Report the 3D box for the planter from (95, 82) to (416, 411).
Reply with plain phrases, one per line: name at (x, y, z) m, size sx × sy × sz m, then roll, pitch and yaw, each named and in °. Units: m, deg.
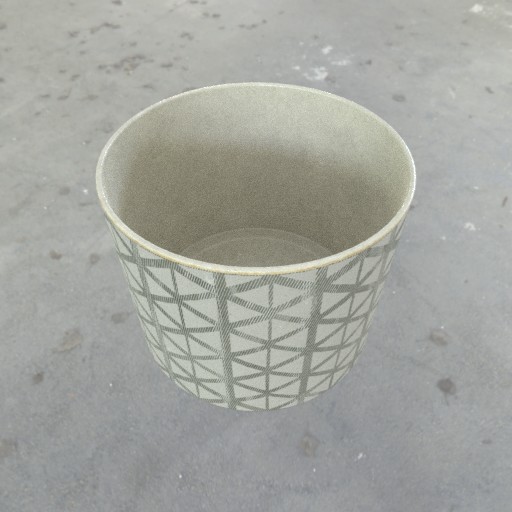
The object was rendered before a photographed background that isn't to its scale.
planter at (0.000, 0.000, 0.441) m, size 0.250 × 0.239 × 0.250 m, roll 0°, pitch 47°, yaw 0°
